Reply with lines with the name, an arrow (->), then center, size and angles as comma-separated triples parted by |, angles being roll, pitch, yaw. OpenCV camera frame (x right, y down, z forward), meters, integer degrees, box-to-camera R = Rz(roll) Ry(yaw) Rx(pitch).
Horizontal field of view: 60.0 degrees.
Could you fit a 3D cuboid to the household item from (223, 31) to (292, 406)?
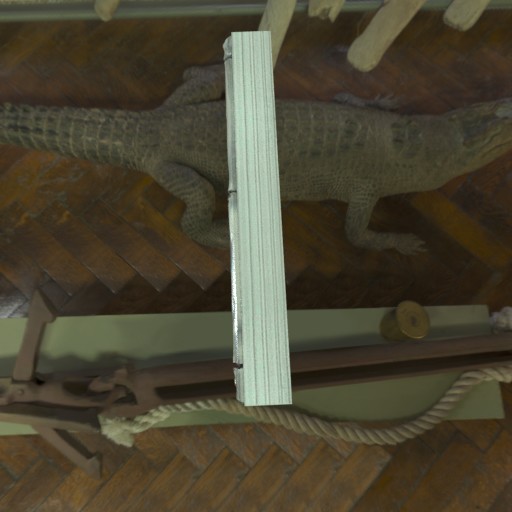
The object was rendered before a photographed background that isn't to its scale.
household item -> 0.000, 0.000, 0.292 | 0.025, 0.216, 0.165 | -2, 77, -1
